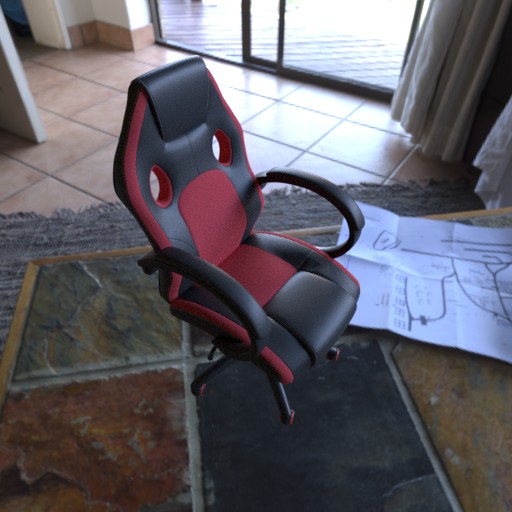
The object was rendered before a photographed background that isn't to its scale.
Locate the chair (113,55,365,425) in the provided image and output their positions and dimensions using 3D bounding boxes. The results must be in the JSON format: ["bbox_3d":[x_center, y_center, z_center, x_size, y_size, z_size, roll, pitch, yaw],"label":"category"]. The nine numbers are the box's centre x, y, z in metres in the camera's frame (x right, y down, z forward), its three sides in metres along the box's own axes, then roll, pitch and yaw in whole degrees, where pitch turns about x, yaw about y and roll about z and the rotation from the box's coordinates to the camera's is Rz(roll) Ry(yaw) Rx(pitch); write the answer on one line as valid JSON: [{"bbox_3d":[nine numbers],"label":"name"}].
[{"bbox_3d":[0.000,0.000,1.566,0.724,1.187,0.673,26,48,26],"label":"chair"}]
